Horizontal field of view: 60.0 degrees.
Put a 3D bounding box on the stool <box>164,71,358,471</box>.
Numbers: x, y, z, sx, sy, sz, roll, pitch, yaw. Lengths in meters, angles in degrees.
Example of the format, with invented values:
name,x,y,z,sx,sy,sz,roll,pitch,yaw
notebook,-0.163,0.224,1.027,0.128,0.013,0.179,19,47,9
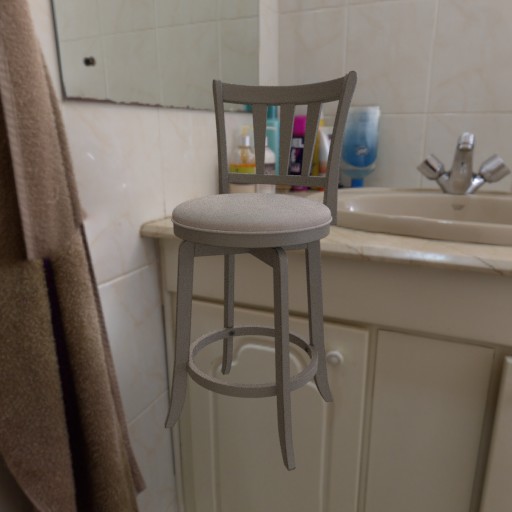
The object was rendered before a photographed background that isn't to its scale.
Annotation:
name,x,y,z,sx,sy,sz,roll,pitch,yaw
stool,0.000,0.000,1.267,0.450,0.994,0.486,7,17,25
